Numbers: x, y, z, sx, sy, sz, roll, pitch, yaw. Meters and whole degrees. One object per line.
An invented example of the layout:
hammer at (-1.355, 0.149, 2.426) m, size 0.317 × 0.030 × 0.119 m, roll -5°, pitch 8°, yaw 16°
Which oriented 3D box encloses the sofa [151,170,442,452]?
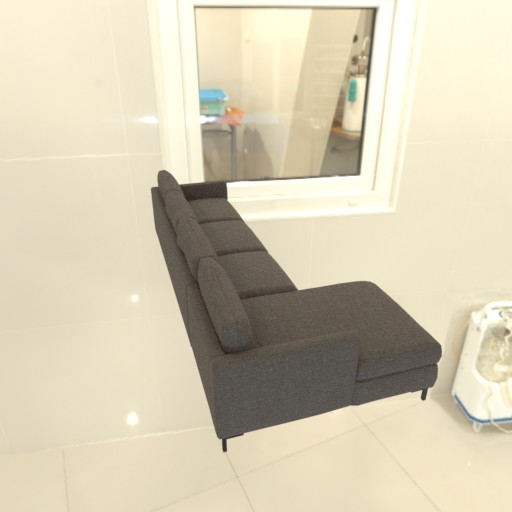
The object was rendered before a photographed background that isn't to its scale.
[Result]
sofa at (0.000, 0.000, 3.335) m, size 1.258 × 0.754 × 2.731 m, roll -8°, pitch 28°, yaw -16°
